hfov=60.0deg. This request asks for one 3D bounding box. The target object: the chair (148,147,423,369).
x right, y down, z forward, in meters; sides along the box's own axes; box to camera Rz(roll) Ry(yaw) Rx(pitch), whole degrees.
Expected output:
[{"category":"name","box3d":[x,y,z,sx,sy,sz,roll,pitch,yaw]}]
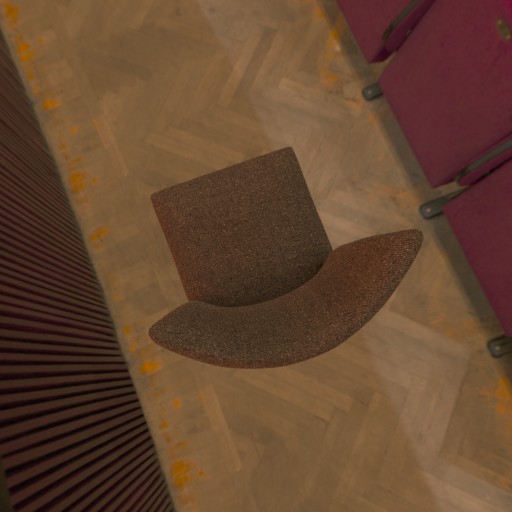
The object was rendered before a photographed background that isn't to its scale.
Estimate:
[{"category":"chair","box3d":[0.000,0.000,1.278,0.535,0.924,0.623,-20,77,-5]}]
